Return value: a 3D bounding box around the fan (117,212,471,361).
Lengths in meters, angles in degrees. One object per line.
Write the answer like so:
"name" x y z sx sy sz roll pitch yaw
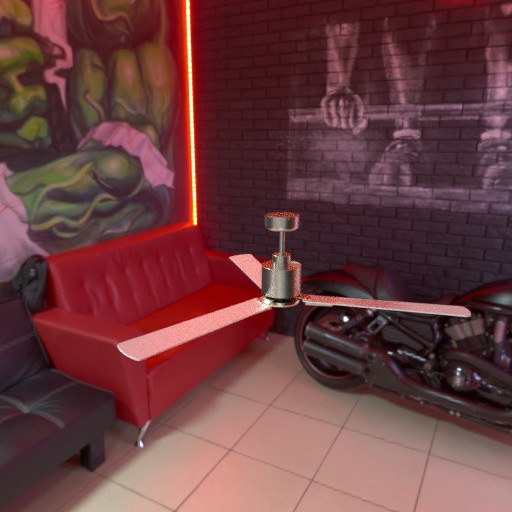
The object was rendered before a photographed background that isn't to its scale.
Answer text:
"fan" 0.000 0.000 2.289 1.561 0.446 1.531 -8 16 -28
